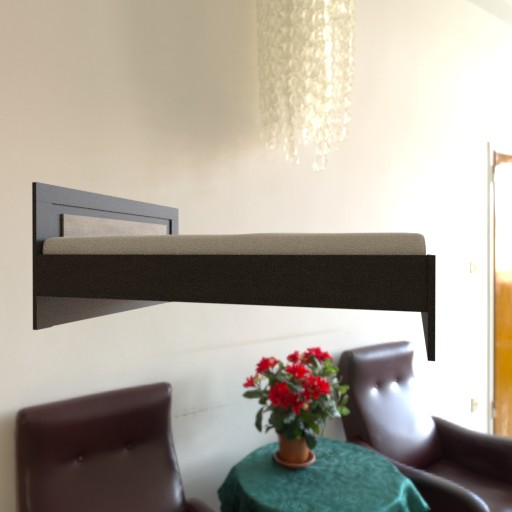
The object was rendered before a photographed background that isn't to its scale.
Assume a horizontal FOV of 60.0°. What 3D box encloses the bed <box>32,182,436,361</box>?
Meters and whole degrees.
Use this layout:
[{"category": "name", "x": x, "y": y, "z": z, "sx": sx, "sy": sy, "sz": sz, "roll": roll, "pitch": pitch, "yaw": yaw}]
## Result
[{"category": "bed", "x": 0.000, "y": 0.000, "z": 2.853, "sx": 2.073, "sy": 0.823, "sz": 1.585, "roll": 0, "pitch": 0, "yaw": 19}]
